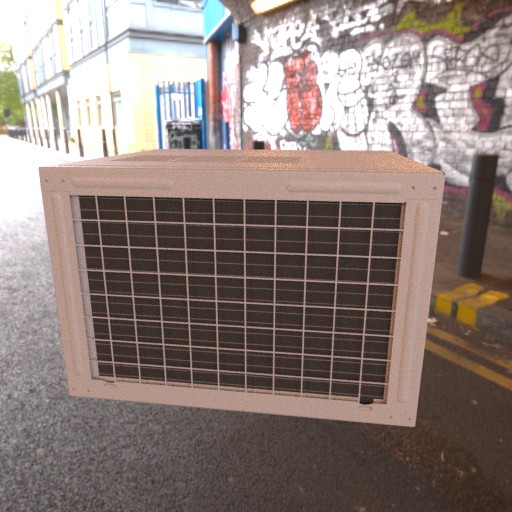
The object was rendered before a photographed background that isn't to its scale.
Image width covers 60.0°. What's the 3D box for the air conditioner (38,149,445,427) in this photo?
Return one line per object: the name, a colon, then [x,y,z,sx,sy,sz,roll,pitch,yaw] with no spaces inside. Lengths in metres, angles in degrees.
air conditioner: [0.000,0.000,1.032,0.645,0.455,0.599,2,17,8]
